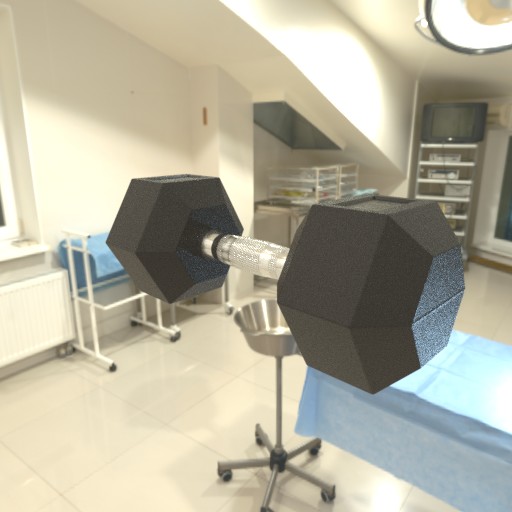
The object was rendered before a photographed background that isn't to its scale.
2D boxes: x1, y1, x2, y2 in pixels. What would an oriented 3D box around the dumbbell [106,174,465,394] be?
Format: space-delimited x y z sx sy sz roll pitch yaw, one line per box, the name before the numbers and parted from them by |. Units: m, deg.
dumbbell | 0.000 0.000 0.402 0.337 0.123 0.142 15 22 42
